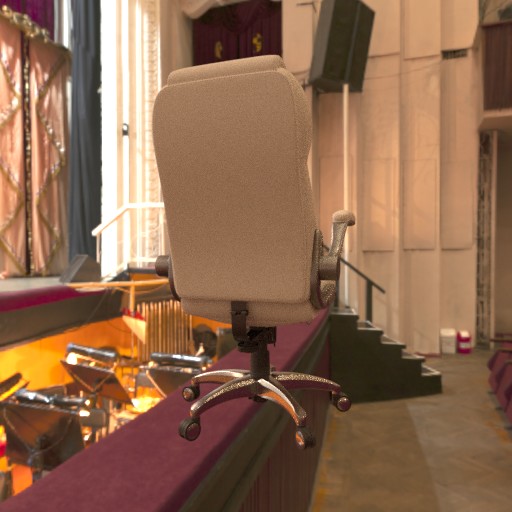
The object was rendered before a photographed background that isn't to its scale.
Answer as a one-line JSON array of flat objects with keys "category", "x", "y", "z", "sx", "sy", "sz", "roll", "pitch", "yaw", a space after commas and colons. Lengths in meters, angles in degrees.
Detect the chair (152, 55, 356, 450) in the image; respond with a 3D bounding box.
[{"category": "chair", "x": 0.000, "y": 0.000, "z": 1.846, "sx": 0.755, "sy": 1.330, "sz": 0.806, "roll": 0, "pitch": 1, "yaw": 20}]
